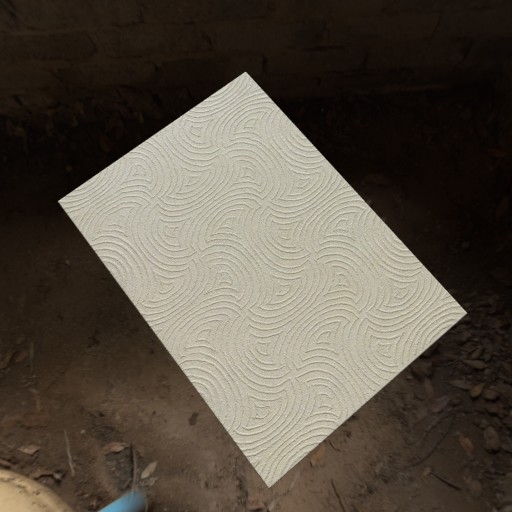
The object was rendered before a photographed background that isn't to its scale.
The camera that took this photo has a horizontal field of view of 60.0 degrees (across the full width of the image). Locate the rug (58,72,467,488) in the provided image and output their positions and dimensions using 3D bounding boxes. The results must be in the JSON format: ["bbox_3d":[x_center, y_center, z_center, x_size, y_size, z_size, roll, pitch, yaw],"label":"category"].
[{"bbox_3d":[0.000,0.000,2.734,1.526,0.015,2.132,-38,79,-9],"label":"rug"}]
